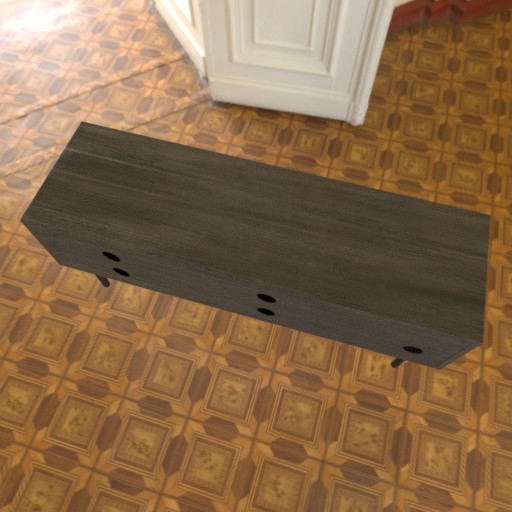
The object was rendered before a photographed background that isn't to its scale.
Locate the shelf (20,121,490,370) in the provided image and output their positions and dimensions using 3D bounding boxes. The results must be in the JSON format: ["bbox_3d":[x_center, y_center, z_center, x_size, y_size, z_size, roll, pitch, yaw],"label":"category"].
[{"bbox_3d":[0.000,0.000,1.498,1.300,0.495,0.400,14,64,7],"label":"shelf"}]
